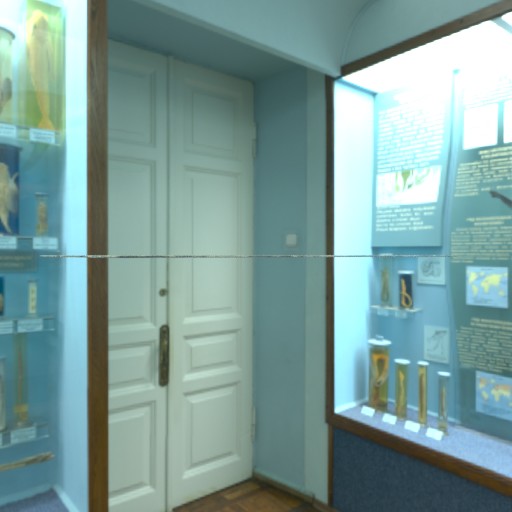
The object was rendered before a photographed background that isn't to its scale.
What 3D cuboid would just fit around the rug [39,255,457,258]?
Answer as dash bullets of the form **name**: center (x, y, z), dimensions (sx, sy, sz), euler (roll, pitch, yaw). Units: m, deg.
- **rug**: center (0.000, 0.000, 2.052), dimensions (1.652, 0.006, 1.035), euler (0, 0, -37)
